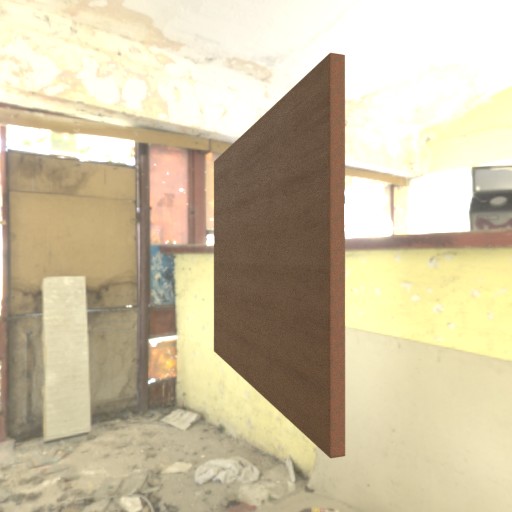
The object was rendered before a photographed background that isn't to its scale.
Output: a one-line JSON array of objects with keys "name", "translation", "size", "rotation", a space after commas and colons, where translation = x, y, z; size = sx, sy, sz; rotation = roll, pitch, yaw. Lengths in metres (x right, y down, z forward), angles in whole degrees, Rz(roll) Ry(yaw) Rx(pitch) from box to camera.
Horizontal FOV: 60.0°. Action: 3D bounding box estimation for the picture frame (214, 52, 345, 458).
[{"name": "picture frame", "translation": [0.000, 0.000, 1.748], "size": [0.045, 1.018, 1.329], "rotation": [0, 0, -18]}]
